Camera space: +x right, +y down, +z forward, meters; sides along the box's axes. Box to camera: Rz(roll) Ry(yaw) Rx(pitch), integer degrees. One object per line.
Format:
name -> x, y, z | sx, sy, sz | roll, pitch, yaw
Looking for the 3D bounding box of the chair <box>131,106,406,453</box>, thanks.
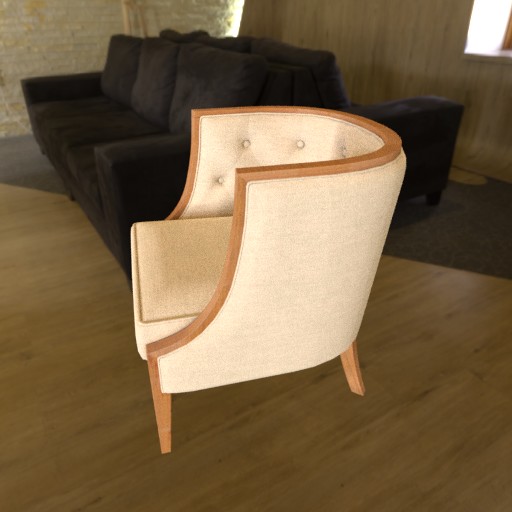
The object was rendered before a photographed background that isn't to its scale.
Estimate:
chair -> 0.000, 0.000, 1.388 | 0.757, 0.775, 0.711 | -7, 30, -13
